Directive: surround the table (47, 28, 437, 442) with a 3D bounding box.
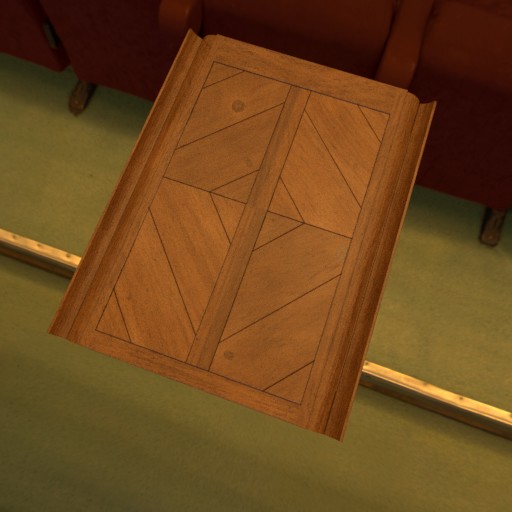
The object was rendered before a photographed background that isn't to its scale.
[{"bbox_3d":[0.000,0.000,1.278,0.591,0.763,0.746,19,76,5],"label":"table"}]
